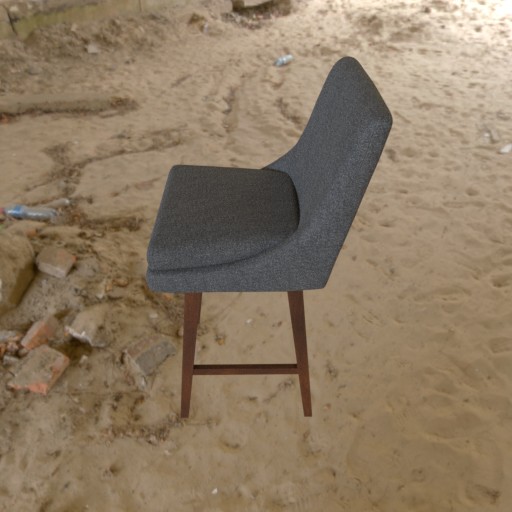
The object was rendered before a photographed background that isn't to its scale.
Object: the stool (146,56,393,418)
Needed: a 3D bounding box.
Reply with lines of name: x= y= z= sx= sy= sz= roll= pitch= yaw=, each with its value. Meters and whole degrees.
stool: x=0.000 y=0.000 z=1.375 sx=0.572 sy=1.068 sz=0.489 roll=0 pitch=40 yaw=0
